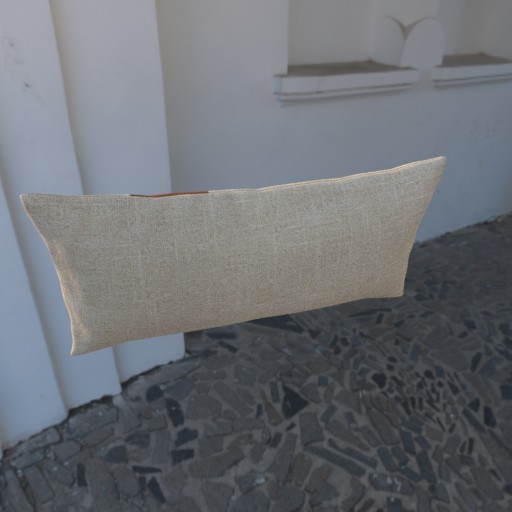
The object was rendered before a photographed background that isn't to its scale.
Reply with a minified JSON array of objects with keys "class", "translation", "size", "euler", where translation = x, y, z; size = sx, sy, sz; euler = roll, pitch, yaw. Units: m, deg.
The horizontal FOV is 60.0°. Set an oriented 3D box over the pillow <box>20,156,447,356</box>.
[{"class":"pillow","translation":[0.000,0.000,0.700],"size":[0.612,0.282,0.155],"euler":[-8,28,-15]}]
